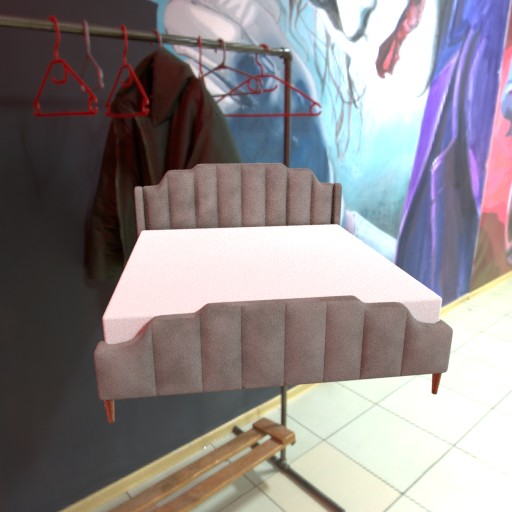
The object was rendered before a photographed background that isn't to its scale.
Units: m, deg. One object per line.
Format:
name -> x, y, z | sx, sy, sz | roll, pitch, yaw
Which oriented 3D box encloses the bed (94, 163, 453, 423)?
bed -> 0.000, 0.000, 3.524 | 2.074, 1.245, 2.340 | -2, 17, -8
